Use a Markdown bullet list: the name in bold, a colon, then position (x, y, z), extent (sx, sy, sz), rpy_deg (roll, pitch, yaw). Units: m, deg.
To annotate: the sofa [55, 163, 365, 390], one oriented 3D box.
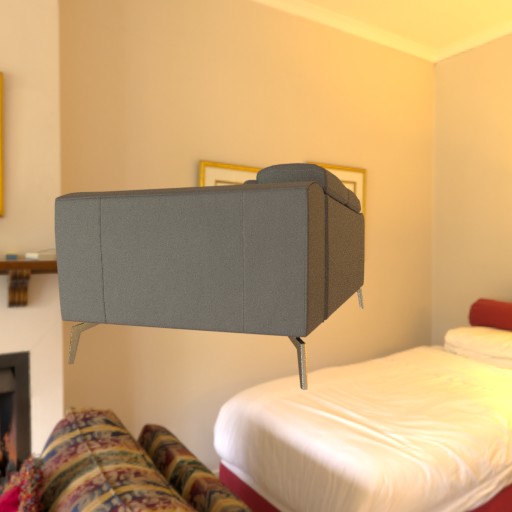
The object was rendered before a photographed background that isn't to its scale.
- **sofa**: position (0.000, 0.000, 2.395), extent (1.003, 0.779, 1.895), rpy_deg (1, 2, 19)
